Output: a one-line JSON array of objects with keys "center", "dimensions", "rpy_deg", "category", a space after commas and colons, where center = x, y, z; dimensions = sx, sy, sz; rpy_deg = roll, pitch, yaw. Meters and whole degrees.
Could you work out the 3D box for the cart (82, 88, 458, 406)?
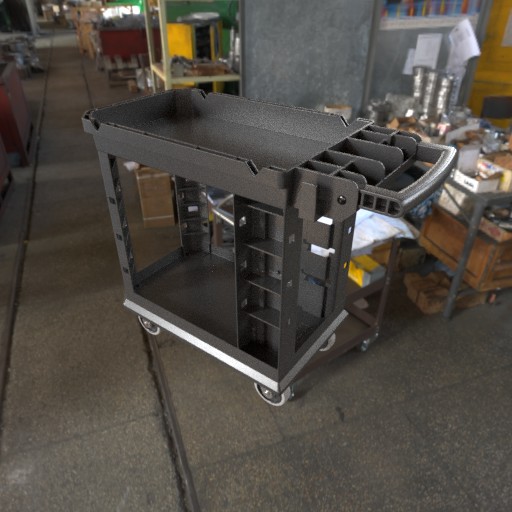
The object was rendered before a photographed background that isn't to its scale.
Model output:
[{"center": [0.000, 0.000, 1.503], "dimensions": [1.061, 0.884, 0.497], "rpy_deg": [22, 39, 30], "category": "cart"}]
